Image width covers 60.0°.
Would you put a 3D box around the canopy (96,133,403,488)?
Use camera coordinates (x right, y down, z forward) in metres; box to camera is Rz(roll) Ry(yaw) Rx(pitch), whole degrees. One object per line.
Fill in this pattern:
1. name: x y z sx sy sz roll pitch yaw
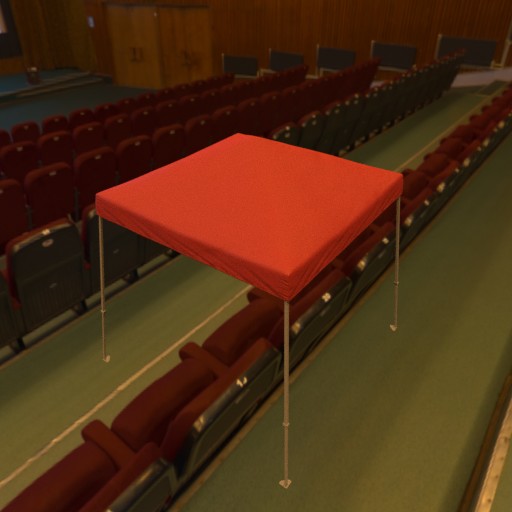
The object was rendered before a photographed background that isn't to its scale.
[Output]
1. canopy: 0.000 0.000 6.597 3.599 3.600 3.600 22 40 29
